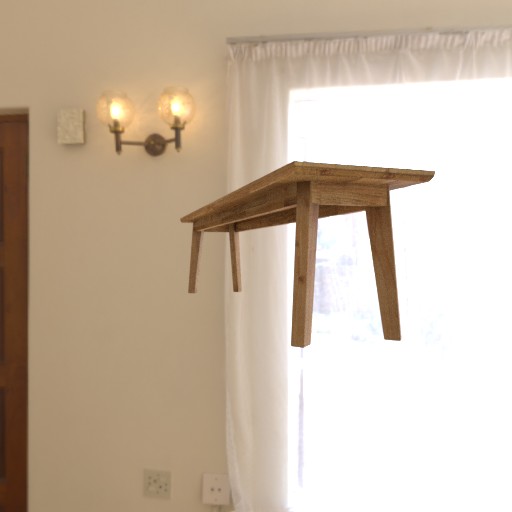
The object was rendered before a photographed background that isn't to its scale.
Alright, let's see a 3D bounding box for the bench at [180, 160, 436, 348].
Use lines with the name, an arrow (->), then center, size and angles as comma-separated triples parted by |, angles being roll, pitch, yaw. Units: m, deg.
bench -> 0.000, 0.000, 1.839 | 0.378, 0.431, 1.698 | 0, 0, -18
